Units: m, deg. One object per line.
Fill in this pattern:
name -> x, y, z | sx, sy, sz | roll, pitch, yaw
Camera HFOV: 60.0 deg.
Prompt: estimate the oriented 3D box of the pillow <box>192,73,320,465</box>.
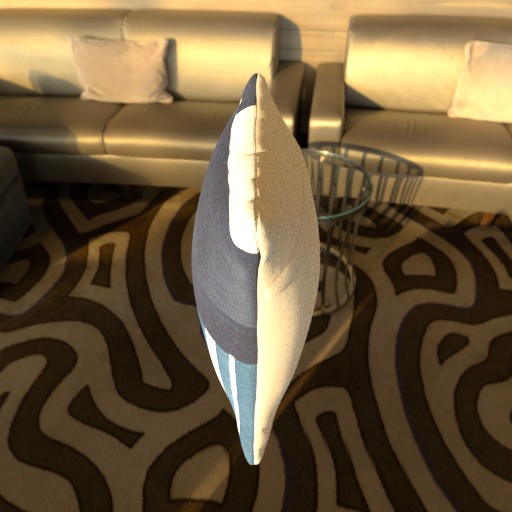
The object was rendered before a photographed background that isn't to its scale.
pillow -> 0.000, 0.000, 0.808 | 0.229, 0.506, 0.536 | 0, 40, 0
